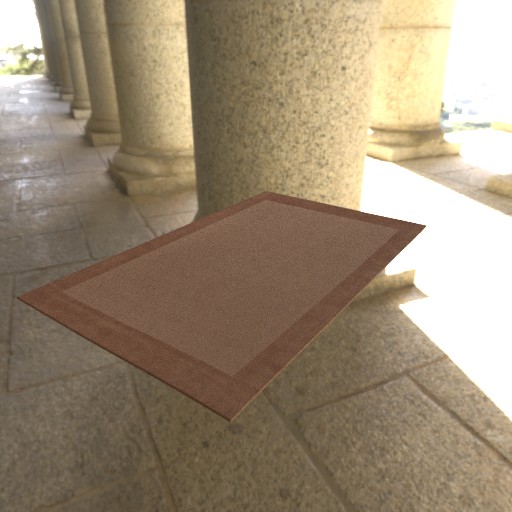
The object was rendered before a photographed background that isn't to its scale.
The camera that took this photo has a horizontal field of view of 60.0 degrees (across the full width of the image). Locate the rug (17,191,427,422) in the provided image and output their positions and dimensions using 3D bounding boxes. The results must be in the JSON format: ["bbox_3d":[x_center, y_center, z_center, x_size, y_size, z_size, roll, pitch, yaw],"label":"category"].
[{"bbox_3d":[0.000,0.000,2.945,1.524,0.014,2.438,17,30,32],"label":"rug"}]
